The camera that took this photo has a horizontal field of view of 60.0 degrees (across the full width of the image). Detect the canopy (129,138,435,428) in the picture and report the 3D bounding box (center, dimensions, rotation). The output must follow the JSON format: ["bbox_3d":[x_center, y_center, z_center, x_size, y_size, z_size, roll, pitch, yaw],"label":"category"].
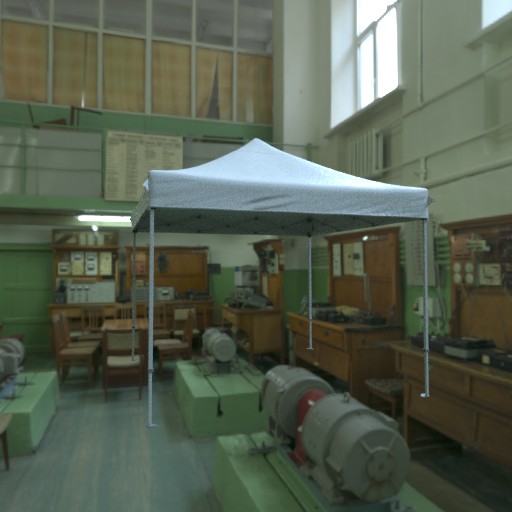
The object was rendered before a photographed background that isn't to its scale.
[{"bbox_3d":[0.000,0.000,5.608,2.996,2.998,2.994,0,-1,-18],"label":"canopy"}]
